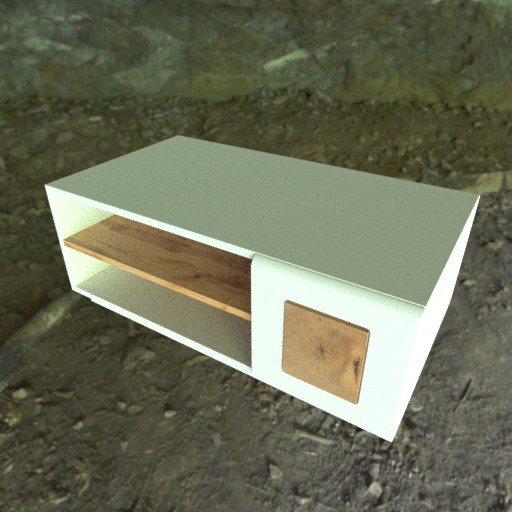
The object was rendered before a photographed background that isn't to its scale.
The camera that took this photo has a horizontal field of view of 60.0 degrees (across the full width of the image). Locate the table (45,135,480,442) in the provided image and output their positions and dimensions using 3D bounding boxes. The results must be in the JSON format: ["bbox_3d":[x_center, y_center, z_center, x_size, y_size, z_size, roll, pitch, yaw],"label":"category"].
[{"bbox_3d":[0.000,0.000,1.381,1.097,0.442,0.639,18,36,27],"label":"table"}]
